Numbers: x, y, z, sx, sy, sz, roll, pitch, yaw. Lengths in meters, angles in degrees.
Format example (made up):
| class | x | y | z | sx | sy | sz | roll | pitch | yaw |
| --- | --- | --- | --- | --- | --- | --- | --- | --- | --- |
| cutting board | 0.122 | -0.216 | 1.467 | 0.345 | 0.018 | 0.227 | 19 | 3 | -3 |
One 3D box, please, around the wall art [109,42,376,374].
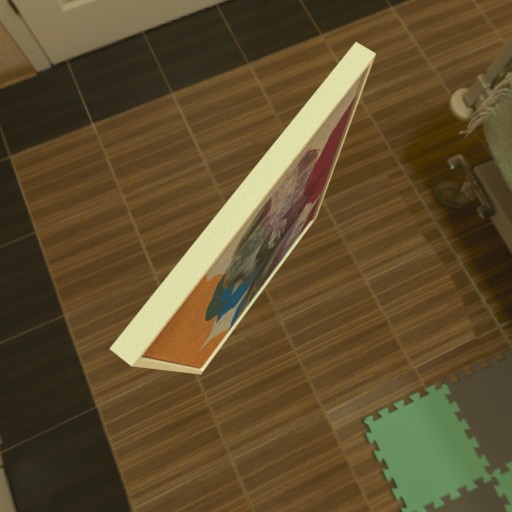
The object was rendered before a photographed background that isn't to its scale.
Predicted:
| class | x | y | z | sx | sy | sz | roll | pitch | yaw |
| --- | --- | --- | --- | --- | --- | --- | --- | --- | --- |
| wall art | 0.000 | 0.000 | 0.740 | 0.030 | 0.549 | 0.443 | 35 | 77 | 9 |
